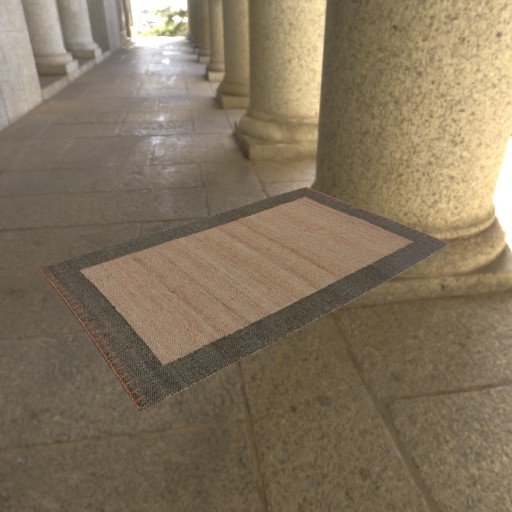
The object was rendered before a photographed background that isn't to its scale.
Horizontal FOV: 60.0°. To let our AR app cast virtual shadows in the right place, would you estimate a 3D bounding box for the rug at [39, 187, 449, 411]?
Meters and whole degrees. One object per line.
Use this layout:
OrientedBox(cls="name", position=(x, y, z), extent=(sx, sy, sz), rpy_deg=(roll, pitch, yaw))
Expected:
OrientedBox(cls="rug", position=(0.000, 0.000, 3.035), extent=(2.435, 0.006, 1.521), rpy_deg=(-21, 36, -33))
